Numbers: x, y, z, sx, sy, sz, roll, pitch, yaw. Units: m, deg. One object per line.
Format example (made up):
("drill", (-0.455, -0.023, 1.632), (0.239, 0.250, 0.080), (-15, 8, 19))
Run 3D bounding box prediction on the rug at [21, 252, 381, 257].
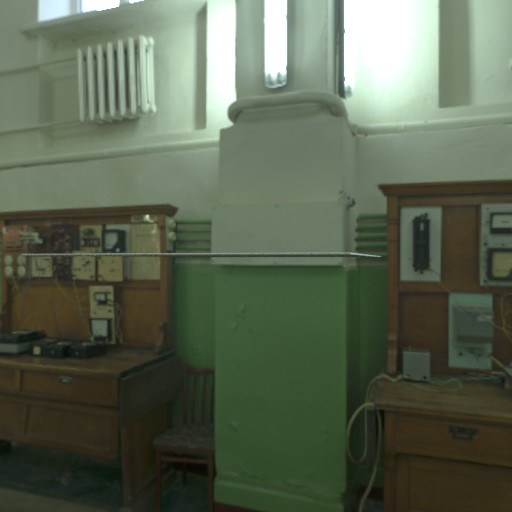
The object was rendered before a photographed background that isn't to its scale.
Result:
("rug", (0.000, 0.000, 3.000), (1.524, 0.008, 2.440), (0, 0, 18))
